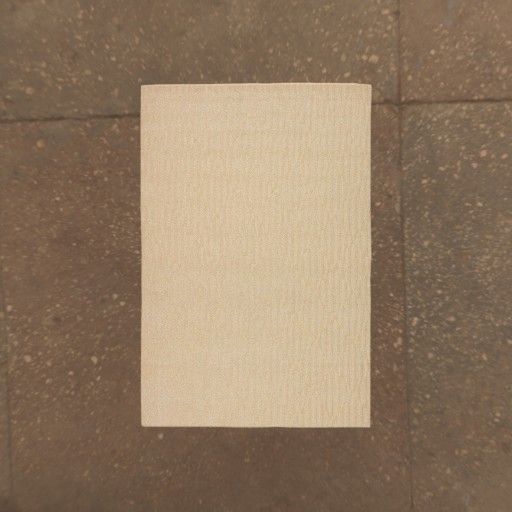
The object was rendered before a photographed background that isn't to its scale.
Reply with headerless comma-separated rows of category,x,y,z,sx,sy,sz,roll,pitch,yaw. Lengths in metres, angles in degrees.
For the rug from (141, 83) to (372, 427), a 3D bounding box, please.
rug,0.000,0.000,2.378,1.238,0.014,1.848,0,91,0
